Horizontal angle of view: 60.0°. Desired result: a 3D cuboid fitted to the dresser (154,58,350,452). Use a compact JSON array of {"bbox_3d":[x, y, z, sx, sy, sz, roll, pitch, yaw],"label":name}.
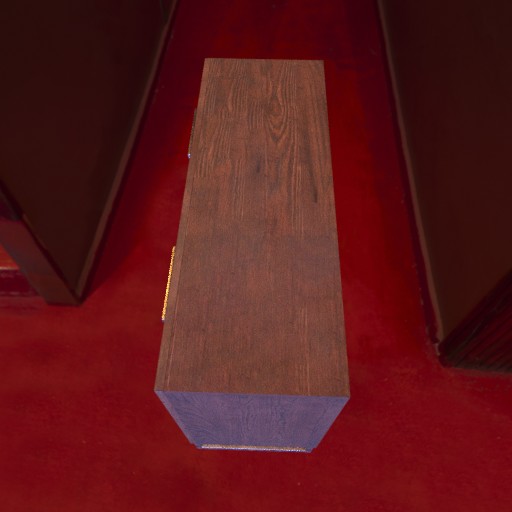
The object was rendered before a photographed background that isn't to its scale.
[{"bbox_3d":[0.000,0.000,2.212,0.623,1.061,1.646,2,58,1],"label":"dresser"}]
